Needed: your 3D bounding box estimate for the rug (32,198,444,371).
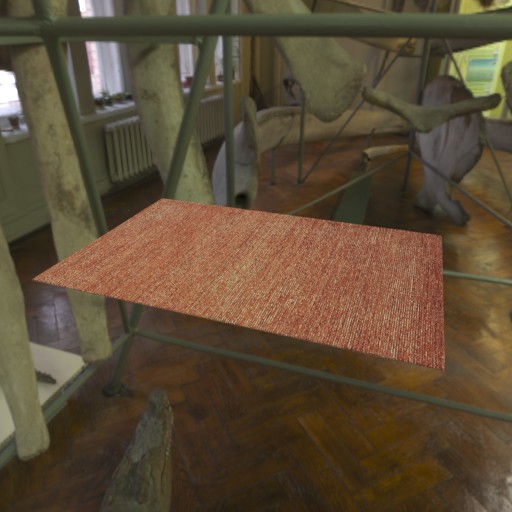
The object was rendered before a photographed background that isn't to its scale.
[{"bbox_3d":[0.000,0.000,2.212,1.747,0.011,1.139,9,29,18],"label":"rug"}]
